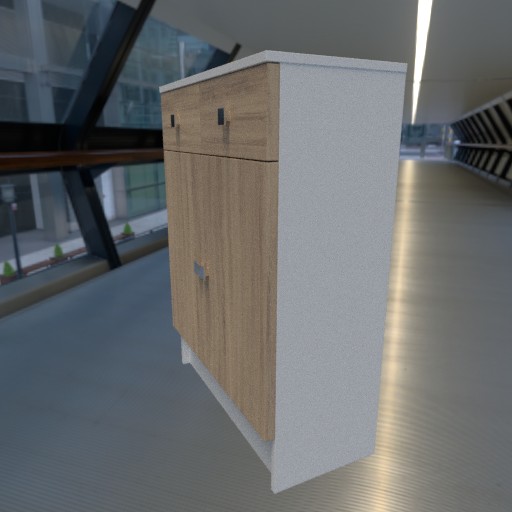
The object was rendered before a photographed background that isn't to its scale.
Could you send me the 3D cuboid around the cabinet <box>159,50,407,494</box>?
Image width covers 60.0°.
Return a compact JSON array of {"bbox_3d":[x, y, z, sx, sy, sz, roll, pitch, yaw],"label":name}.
[{"bbox_3d":[0.000,0.000,1.084,0.296,0.815,0.600,-8,17,-26],"label":"cabinet"}]
